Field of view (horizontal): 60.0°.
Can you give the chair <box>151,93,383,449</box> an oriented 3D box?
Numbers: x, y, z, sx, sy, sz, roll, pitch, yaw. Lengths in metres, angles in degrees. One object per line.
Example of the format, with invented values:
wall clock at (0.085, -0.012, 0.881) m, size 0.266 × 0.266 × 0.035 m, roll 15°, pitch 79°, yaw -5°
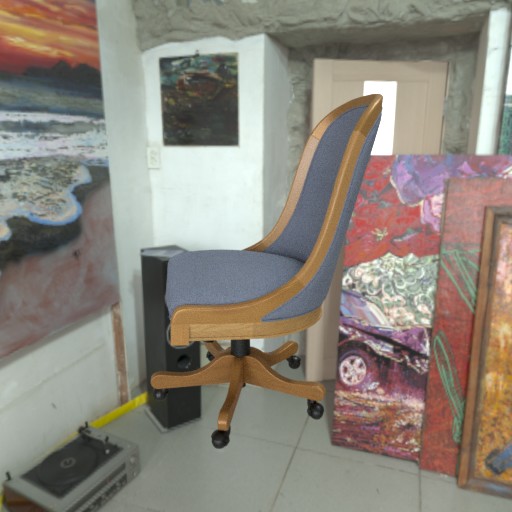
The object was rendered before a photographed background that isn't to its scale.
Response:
chair at (0.000, 0.000, 1.488) m, size 0.735 × 1.031 × 0.605 m, roll -2°, pitch 14°, yaw -10°
